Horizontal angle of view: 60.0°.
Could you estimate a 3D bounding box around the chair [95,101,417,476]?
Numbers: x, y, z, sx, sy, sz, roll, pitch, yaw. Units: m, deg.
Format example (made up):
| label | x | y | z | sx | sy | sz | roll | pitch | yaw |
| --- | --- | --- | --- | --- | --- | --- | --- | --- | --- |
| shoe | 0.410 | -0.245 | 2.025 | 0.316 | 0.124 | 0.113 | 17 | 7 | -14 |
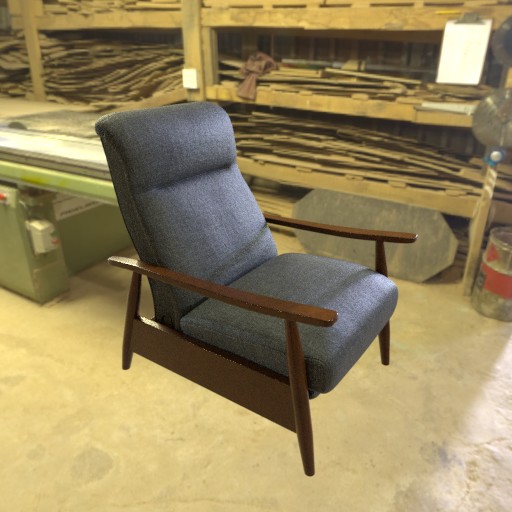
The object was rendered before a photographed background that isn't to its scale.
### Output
| label | x | y | z | sx | sy | sz | roll | pitch | yaw |
| --- | --- | --- | --- | --- | --- | --- | --- | --- | --- |
| chair | 0.000 | 0.000 | 1.768 | 1.030 | 1.082 | 0.762 | 17 | 30 | 32 |
